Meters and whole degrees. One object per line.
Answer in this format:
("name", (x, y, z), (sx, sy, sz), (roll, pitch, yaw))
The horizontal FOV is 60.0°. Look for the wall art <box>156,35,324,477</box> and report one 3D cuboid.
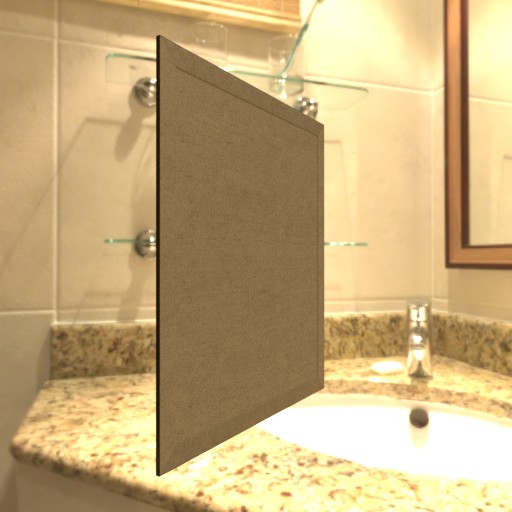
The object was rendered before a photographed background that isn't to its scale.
("wall art", (0.000, 0.000, 0.620), (0.023, 0.457, 0.381), (0, 0, 35))
